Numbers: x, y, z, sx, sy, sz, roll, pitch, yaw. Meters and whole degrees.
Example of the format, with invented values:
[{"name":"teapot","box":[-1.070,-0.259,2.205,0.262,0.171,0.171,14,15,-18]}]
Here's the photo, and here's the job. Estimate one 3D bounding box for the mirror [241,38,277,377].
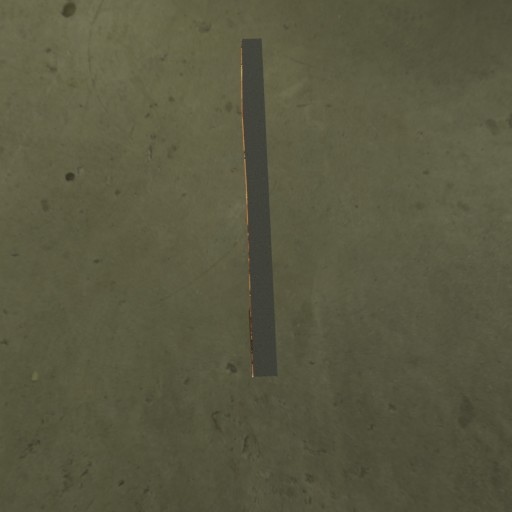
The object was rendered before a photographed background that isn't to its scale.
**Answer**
[{"name":"mirror","box":[0.000,0.000,1.193,0.044,0.912,0.606,-2,76,-1]}]
